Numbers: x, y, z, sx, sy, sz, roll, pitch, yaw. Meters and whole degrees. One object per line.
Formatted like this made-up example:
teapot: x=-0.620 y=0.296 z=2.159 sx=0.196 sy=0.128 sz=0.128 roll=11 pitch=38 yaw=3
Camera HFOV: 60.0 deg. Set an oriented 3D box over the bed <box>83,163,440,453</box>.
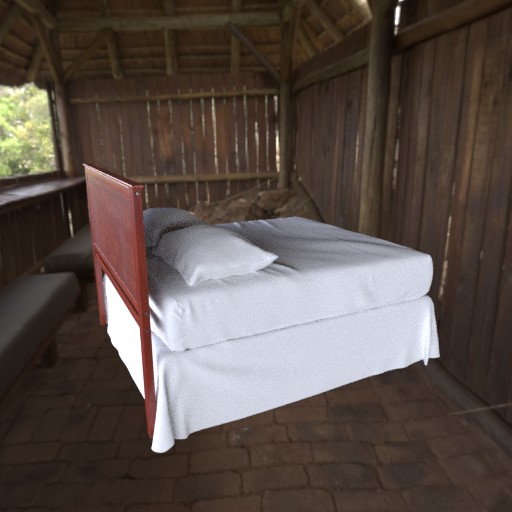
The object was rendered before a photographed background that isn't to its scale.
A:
bed: x=0.000 y=0.000 z=3.187 sx=2.050 sy=1.270 sz=1.870 roll=-8 pitch=17 yaw=-26
